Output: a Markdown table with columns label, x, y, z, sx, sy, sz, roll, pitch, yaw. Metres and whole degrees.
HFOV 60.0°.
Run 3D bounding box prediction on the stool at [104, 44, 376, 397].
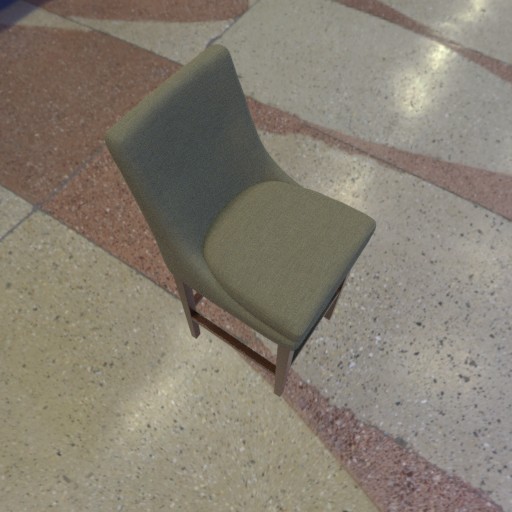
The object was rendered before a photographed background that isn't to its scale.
| label | x | y | z | sx | sy | sz | roll | pitch | yaw |
| --- | --- | --- | --- | --- | --- | --- | --- | --- | --- |
| stool | 0.000 | 0.000 | 1.425 | 0.577 | 1.078 | 0.470 | 31 | 64 | 17 |
